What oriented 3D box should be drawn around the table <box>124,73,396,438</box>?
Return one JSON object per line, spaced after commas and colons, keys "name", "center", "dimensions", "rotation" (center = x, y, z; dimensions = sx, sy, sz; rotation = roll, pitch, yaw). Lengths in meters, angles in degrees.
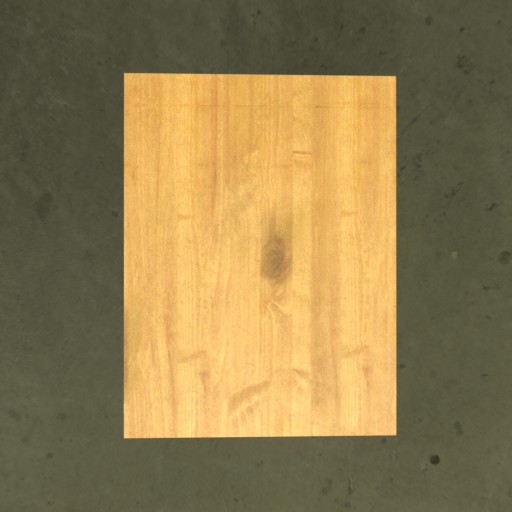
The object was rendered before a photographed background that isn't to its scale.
{"name": "table", "center": [0.000, 0.000, 1.213], "dimensions": [0.500, 0.813, 0.660], "rotation": [0, 90, -2]}
